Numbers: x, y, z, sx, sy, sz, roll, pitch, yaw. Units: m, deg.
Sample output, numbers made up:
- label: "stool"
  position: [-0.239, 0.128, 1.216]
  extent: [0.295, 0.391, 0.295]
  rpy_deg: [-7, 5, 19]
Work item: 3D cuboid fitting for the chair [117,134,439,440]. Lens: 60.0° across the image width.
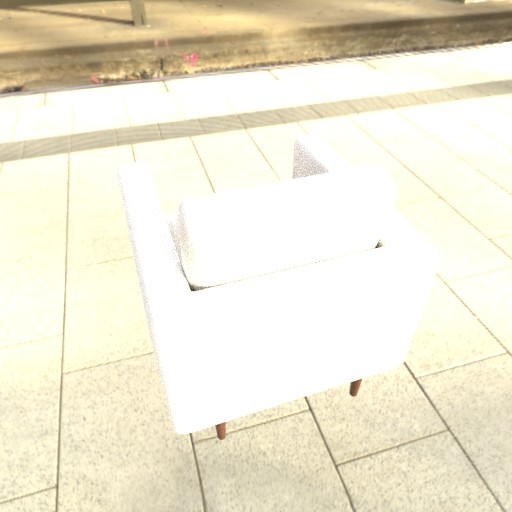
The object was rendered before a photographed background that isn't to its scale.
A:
- label: "chair"
  position: [0.000, 0.000, 1.601]
  extent: [0.831, 0.899, 0.879]
  rpy_deg: [-13, 42, -14]
